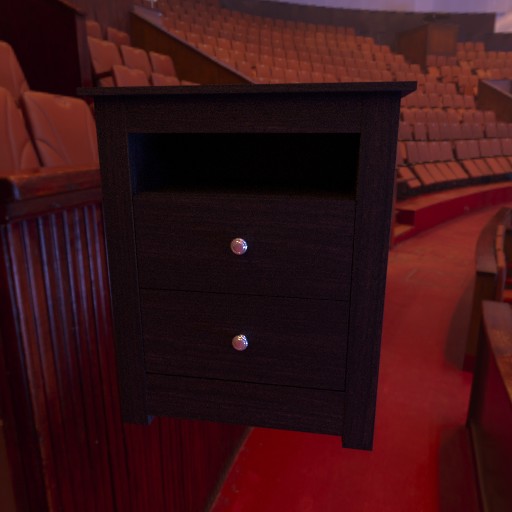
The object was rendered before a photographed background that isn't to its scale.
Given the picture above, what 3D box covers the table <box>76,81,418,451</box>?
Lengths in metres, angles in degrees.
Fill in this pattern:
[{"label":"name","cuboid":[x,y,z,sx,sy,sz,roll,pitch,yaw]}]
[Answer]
[{"label":"table","cuboid":[0.000,0.000,1.036,0.591,0.711,0.406,3,15,9]}]
